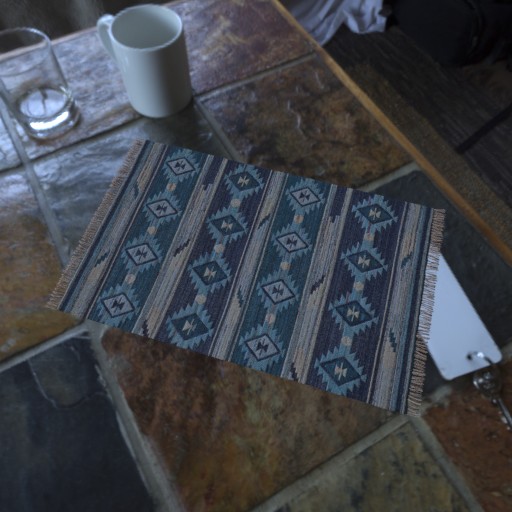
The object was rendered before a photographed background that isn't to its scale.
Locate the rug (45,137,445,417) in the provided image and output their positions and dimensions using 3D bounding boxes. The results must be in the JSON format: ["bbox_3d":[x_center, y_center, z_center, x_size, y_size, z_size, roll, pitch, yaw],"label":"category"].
[{"bbox_3d":[0.000,0.000,2.417,1.936,0.028,1.181,15,65,7],"label":"rug"}]
